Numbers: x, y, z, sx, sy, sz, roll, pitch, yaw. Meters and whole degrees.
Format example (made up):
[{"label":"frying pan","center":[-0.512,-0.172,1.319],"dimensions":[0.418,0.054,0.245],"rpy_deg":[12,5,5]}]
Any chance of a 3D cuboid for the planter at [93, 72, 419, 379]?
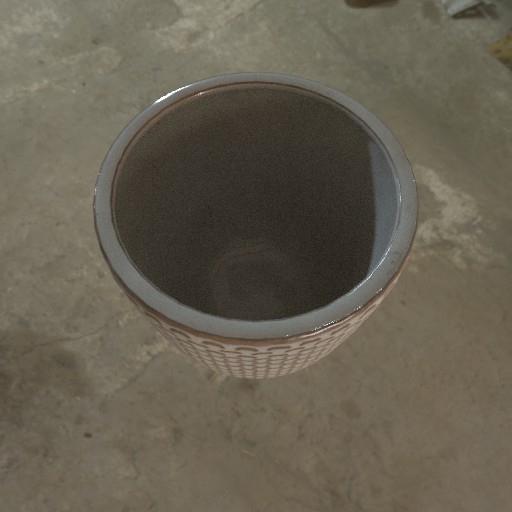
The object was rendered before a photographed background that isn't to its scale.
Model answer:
[{"label":"planter","center":[0.000,0.000,0.350],"dimensions":[0.197,0.191,0.197],"rpy_deg":[0,63,0]}]
